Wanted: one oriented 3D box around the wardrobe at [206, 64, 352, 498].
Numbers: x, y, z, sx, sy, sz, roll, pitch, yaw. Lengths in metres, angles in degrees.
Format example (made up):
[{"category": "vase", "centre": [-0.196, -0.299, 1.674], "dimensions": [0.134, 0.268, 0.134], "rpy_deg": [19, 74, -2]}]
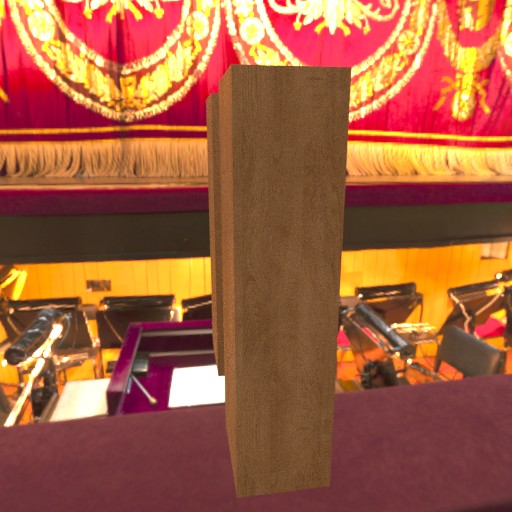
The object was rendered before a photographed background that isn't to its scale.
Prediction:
[{"category": "wardrobe", "centre": [0.000, 0.000, 2.824], "dimensions": [0.480, 2.000, 1.770], "rpy_deg": [-2, 15, -9]}]
